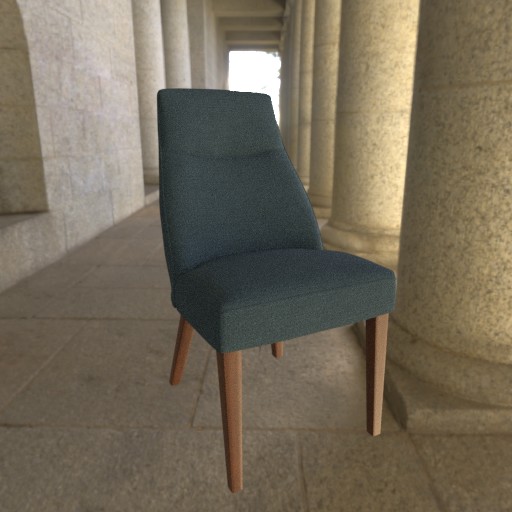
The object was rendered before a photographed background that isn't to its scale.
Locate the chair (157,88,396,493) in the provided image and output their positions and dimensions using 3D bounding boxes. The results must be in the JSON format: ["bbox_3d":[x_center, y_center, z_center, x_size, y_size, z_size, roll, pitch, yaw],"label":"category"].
[{"bbox_3d":[0.000,0.000,1.260,0.500,0.930,0.620,-8,18,-27],"label":"chair"}]
